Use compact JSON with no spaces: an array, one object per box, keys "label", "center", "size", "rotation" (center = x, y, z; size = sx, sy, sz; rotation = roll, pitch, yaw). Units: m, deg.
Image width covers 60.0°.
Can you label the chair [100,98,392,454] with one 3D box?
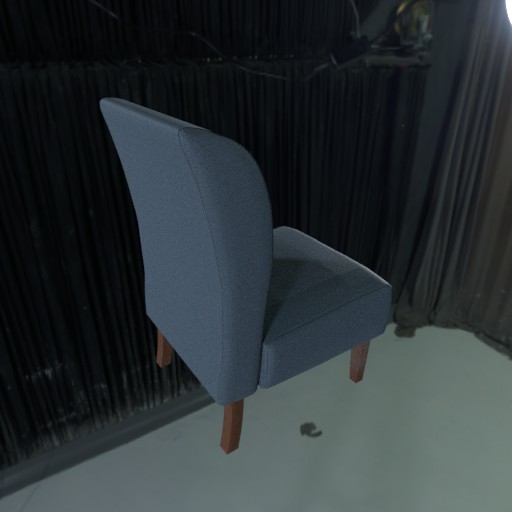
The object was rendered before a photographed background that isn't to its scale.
[{"label":"chair","center":[0.000,0.000,1.192],"size":[0.592,0.804,0.513],"rotation":[-18,32,-31]}]
